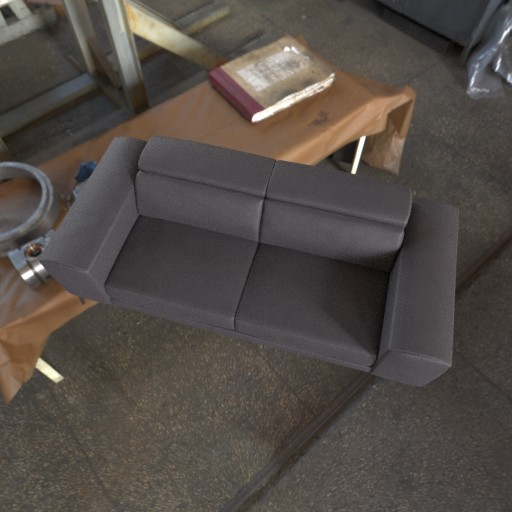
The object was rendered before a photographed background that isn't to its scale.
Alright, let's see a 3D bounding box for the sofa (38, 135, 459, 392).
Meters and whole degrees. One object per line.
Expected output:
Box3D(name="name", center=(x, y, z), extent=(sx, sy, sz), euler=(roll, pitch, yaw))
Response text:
Box3D(name="sofa", center=(0.000, 0.000, 2.822), extent=(2.330, 0.814, 1.048), euler=(13, 59, 8))
